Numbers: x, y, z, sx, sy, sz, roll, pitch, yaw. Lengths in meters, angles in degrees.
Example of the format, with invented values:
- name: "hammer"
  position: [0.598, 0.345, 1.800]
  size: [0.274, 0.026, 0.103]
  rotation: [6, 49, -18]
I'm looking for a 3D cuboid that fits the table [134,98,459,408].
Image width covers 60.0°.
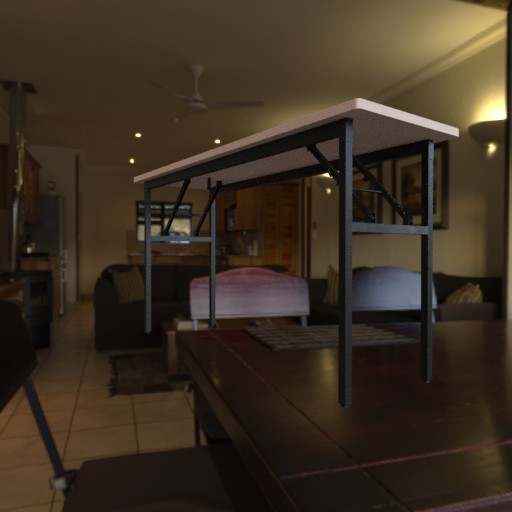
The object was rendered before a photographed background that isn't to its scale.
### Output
- name: "table"
  position: [0.000, 0.000, 1.724]
  size: [0.447, 0.750, 1.397]
  rotation: [0, 1, -37]
